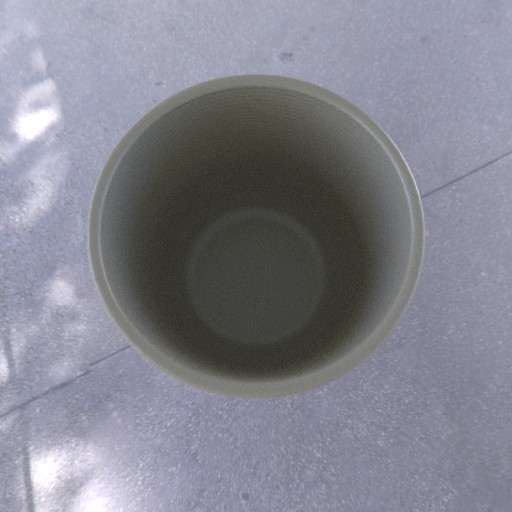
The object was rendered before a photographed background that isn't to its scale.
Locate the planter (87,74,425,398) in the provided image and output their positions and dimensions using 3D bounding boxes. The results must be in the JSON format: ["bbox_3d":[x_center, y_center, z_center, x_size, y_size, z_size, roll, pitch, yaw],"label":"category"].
[{"bbox_3d":[0.000,0.000,0.214,0.124,0.109,0.124,0,76,0],"label":"planter"}]
